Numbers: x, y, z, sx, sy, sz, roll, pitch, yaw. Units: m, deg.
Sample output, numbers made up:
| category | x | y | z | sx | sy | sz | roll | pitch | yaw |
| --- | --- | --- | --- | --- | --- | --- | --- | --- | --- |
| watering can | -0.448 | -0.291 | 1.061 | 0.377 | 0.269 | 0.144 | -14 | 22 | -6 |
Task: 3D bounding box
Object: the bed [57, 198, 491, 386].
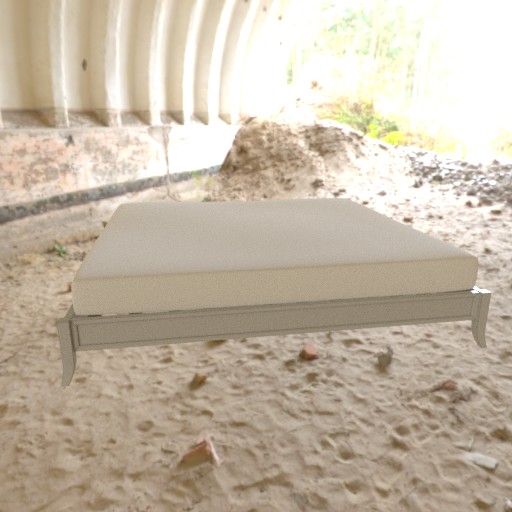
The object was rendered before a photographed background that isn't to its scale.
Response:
| category | x | y | z | sx | sy | sz | roll | pitch | yaw |
| --- | --- | --- | --- | --- | --- | --- | --- | --- | --- |
| bed | 0.000 | 0.000 | 3.020 | 2.108 | 0.510 | 2.007 | -3 | 17 | -9 |
